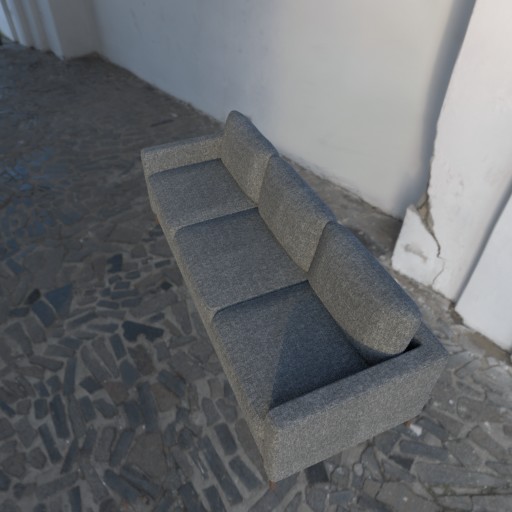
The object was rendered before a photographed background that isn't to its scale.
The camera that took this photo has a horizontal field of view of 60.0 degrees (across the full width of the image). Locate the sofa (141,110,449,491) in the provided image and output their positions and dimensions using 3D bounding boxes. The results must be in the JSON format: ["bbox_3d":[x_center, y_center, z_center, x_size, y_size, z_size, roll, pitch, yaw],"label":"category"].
[{"bbox_3d":[0.000,0.000,2.639,0.859,0.874,2.218,-17,46,-17],"label":"sofa"}]
